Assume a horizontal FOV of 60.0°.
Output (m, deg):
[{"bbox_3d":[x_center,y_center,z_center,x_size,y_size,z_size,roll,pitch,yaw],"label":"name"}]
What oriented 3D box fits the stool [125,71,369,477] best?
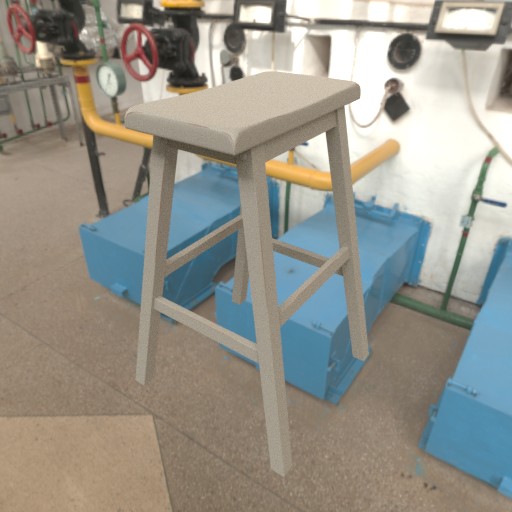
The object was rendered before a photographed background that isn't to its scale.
[{"bbox_3d":[0.000,0.000,1.045,0.476,0.737,0.457,21,38,29],"label":"stool"}]
